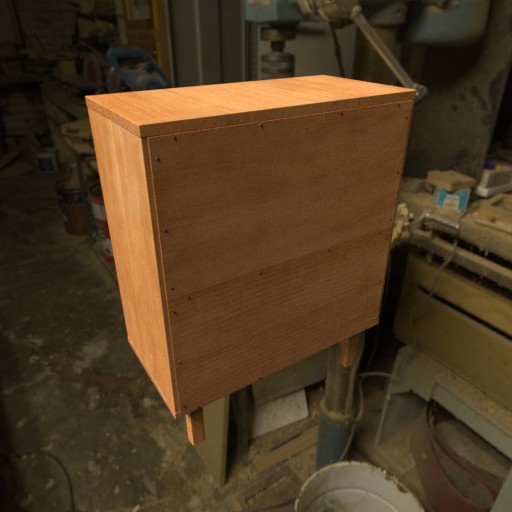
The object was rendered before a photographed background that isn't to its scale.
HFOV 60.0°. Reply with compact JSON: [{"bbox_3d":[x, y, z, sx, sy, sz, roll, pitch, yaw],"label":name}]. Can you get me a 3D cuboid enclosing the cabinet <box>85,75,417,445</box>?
[{"bbox_3d":[0.000,0.000,1.430,0.800,1.001,0.419,-17,33,-28],"label":"cabinet"}]
